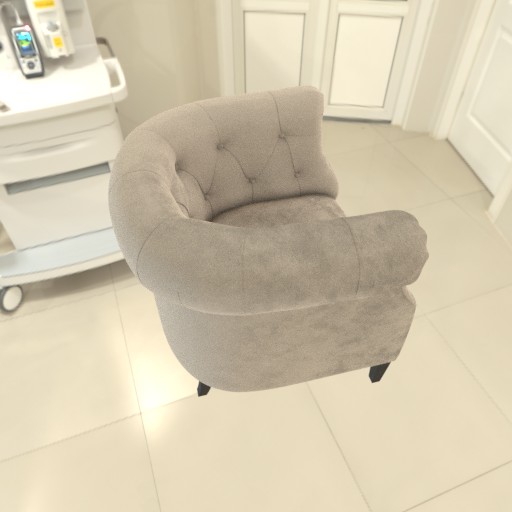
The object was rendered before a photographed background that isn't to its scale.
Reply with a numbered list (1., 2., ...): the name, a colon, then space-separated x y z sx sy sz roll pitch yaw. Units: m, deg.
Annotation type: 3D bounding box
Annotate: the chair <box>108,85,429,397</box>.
1. chair: 0.000 0.000 1.542 0.851 0.826 0.904 -10 47 -10
